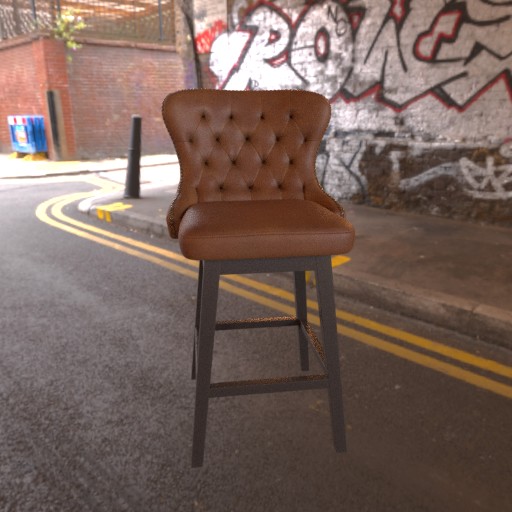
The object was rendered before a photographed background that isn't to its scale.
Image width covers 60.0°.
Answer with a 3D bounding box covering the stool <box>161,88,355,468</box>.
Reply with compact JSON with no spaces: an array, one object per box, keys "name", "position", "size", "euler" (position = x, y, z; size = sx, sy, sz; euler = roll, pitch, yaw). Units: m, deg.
[{"name":"stool","position":[0.000,0.000,1.332],"size":[0.528,0.971,0.593],"euler":[-2,17,-8]}]
